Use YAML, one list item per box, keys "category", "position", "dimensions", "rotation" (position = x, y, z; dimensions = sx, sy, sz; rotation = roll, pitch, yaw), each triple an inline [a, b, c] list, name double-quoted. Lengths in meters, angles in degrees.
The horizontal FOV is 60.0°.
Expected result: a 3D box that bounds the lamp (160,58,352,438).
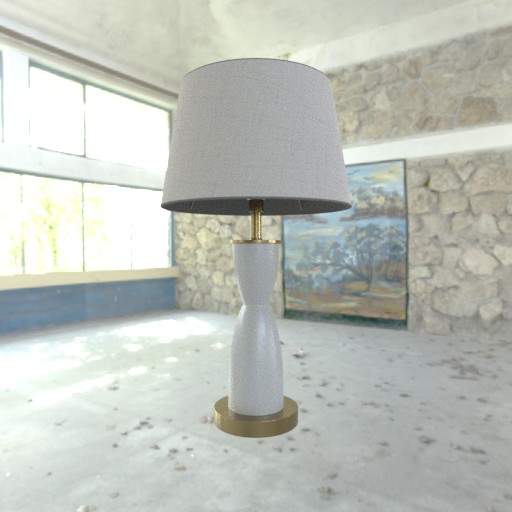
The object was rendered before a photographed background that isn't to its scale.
- category: "lamp"
  position: [0.000, 0.000, 0.731]
  dimensions: [0.309, 0.545, 0.309]
  rotation: [0, 1, 0]
